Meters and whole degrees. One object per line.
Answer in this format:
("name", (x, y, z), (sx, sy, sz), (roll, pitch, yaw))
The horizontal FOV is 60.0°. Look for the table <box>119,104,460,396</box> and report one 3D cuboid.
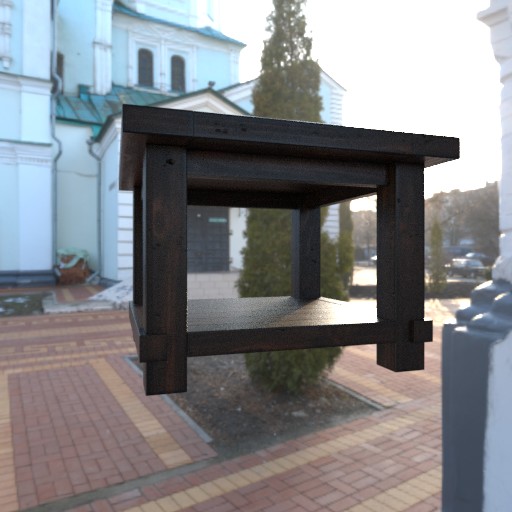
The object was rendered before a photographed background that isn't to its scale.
("table", (0.000, 0.000, 1.009), (0.593, 0.437, 0.606), (0, 0, -18))
